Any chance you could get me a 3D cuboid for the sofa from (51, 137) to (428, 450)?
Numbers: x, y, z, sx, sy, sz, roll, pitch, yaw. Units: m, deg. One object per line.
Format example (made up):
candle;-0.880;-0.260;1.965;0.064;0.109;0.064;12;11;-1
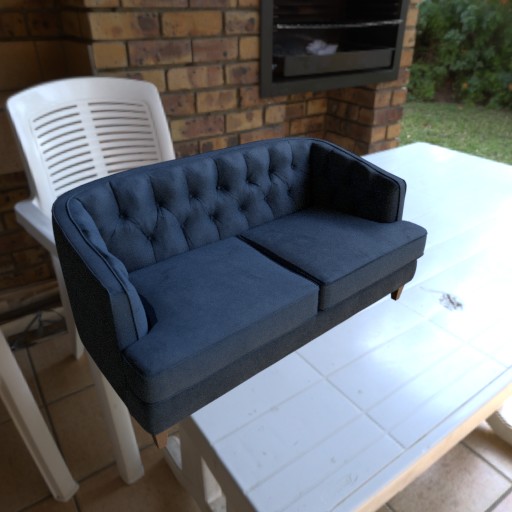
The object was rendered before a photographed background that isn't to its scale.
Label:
sofa;0.000;0.000;2.239;1.733;0.854;0.941;-22;36;-34
